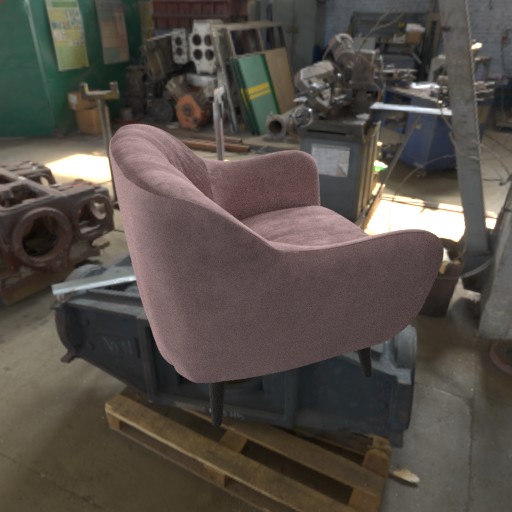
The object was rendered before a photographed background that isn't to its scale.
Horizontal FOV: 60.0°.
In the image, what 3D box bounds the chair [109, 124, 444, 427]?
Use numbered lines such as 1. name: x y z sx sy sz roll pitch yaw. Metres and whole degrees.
1. chair: 0.000 0.000 1.477 0.820 0.820 0.840 -10 31 -17
